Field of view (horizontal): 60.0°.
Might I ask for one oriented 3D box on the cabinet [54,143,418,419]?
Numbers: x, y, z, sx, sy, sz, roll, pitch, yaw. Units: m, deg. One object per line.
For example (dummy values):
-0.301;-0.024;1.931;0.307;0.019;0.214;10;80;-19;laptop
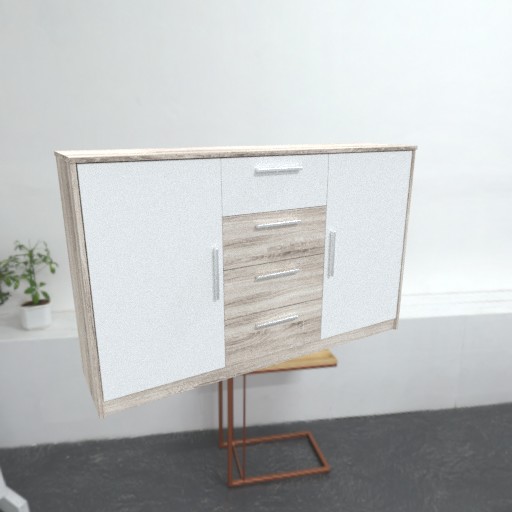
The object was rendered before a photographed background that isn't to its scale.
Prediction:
0.000;0.000;1.902;1.450;0.900;0.380;-9;19;-28;cabinet
